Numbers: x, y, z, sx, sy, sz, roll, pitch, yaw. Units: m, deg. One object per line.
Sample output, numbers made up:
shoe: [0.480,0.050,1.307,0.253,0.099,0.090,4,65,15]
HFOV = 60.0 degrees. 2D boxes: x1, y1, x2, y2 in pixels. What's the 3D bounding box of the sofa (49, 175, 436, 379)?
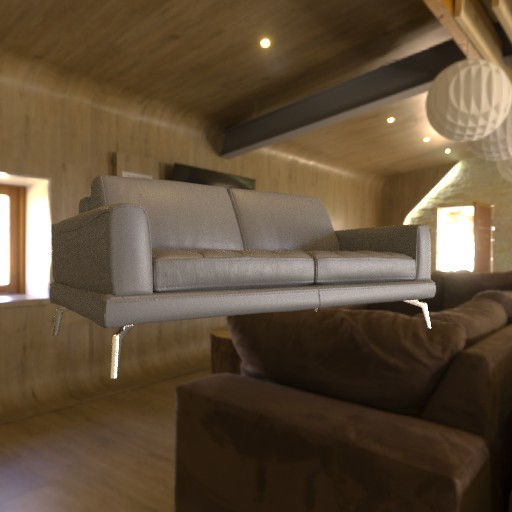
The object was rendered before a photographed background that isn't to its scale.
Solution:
sofa: [0.000,0.000,2.711,2.177,0.930,1.121,0,0,-35]
